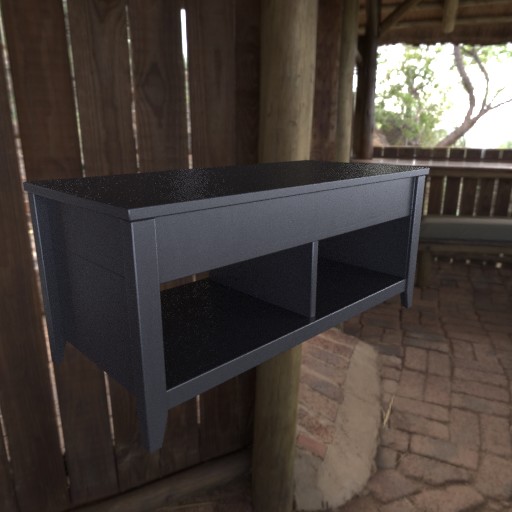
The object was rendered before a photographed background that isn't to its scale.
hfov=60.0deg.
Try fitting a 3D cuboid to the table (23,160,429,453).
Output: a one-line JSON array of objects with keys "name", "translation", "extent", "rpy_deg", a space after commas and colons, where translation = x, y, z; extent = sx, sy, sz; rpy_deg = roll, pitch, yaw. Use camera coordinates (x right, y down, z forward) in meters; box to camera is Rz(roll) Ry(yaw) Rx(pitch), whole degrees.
[{"name": "table", "translation": [0.000, 0.000, 1.248], "extent": [1.016, 0.457, 0.483], "rpy_deg": [-15, 22, -42]}]
